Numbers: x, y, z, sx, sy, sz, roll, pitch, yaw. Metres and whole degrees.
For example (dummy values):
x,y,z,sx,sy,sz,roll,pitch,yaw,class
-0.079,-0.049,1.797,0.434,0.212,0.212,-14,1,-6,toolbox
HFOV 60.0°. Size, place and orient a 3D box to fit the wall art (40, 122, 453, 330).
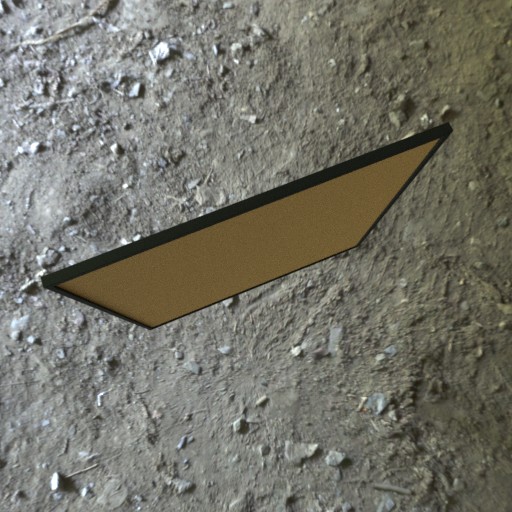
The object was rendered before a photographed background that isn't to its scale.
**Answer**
x,y,z,sx,sy,sz,roll,pitch,yaw,class
0.000,0.000,0.682,0.458,0.457,0.013,-22,76,-6,wall art
